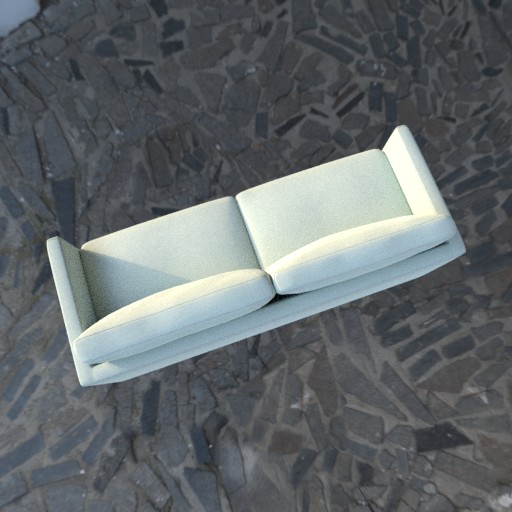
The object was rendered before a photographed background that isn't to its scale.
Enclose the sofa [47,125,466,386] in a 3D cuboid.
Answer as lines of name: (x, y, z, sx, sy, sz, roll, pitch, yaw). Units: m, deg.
sofa: (0.000, 0.000, 2.959, 2.434, 0.965, 0.948, -19, 77, -4)
